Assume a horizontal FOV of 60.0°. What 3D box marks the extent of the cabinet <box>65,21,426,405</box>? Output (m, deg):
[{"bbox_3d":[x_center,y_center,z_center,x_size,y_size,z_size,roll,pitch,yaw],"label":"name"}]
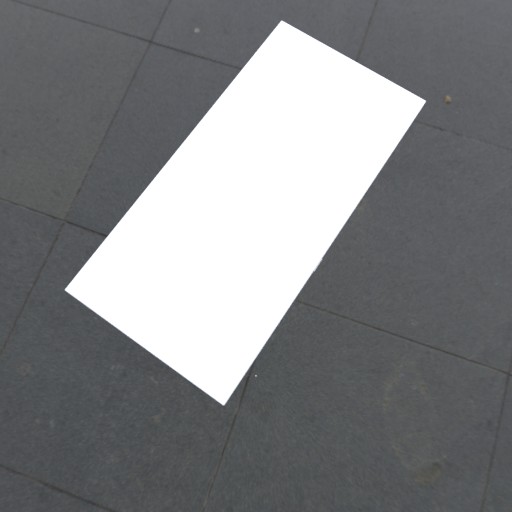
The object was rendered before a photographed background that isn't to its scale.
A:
[{"bbox_3d":[0.000,0.000,1.107,0.296,0.815,0.600,33,77,8],"label":"cabinet"}]
